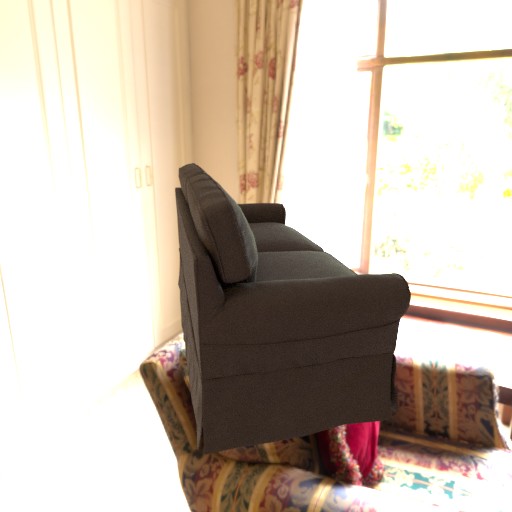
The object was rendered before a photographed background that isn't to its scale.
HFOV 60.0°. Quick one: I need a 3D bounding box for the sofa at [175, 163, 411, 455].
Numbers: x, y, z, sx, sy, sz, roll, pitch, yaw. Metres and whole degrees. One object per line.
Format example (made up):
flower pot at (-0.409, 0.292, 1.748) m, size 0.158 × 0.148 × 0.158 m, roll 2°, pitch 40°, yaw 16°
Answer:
sofa at (0.000, 0.000, 2.869) m, size 0.983 × 1.094 × 2.256 m, roll -3°, pitch 16°, yaw -11°
